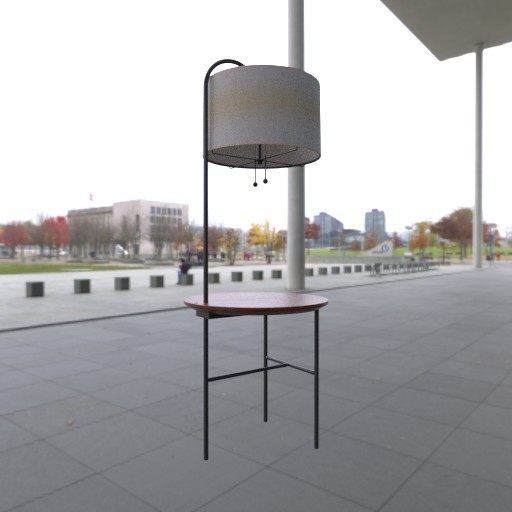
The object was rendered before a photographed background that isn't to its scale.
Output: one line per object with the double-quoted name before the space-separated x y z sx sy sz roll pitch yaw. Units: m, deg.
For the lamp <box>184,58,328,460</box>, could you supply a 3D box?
"lamp" 0.000 0.000 1.780 0.573 1.517 0.573 0 1 0
